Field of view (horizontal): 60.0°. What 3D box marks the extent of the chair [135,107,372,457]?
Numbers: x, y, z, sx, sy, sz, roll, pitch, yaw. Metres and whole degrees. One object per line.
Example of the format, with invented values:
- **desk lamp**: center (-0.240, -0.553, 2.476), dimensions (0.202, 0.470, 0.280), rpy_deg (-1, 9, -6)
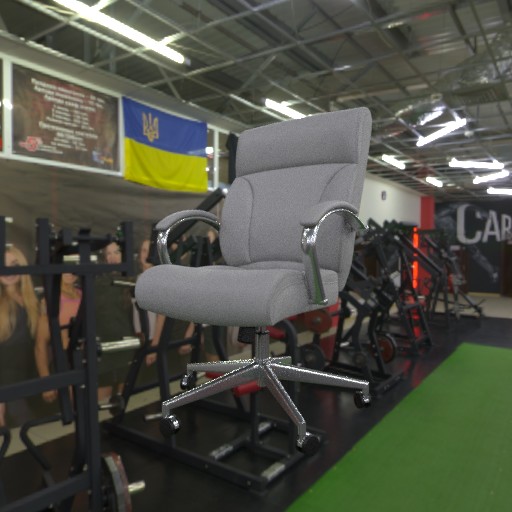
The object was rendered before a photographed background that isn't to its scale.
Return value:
- **chair**: center (0.000, 0.000, 1.597), dimensions (0.727, 1.099, 0.745), rpy_deg (1, 2, 37)
